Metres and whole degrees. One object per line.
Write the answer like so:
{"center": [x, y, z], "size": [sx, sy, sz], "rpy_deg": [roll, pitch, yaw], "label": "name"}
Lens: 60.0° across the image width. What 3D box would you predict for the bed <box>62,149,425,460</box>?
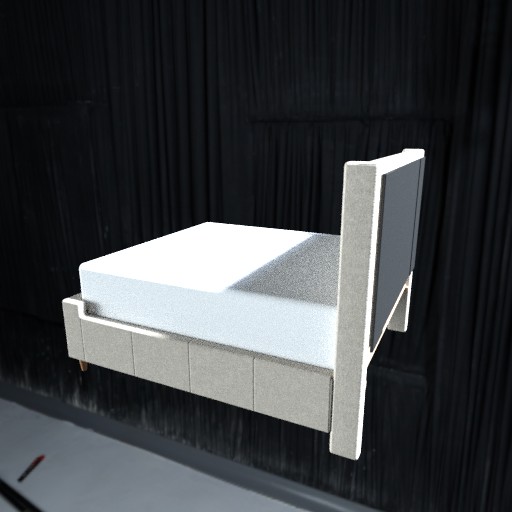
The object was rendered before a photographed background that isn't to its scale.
{"center": [0.000, 0.000, 3.760], "size": [2.370, 1.743, 2.045], "rpy_deg": [7, 17, 25], "label": "bed"}
